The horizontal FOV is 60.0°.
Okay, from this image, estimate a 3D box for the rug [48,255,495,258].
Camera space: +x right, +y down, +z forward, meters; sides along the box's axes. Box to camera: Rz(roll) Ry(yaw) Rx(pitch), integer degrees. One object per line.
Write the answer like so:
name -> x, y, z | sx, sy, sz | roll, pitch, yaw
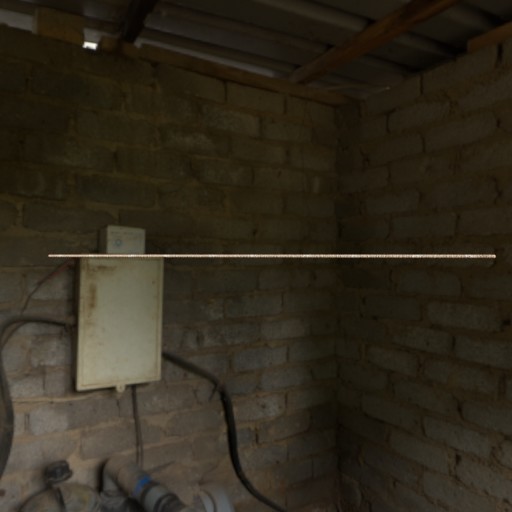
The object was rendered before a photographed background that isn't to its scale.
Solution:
rug -> 0.000, 0.000, 2.490 | 2.289, 0.013, 0.691 | 0, 0, 19
